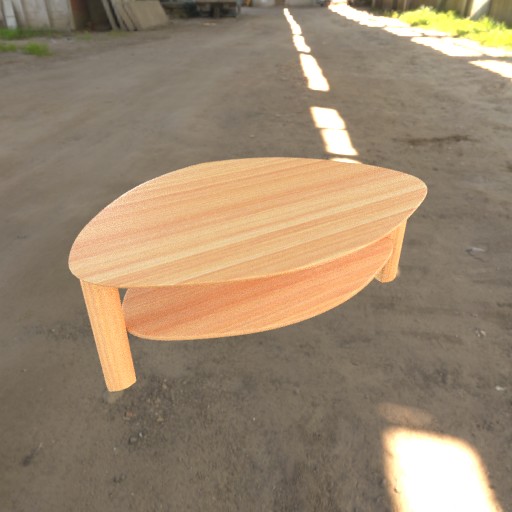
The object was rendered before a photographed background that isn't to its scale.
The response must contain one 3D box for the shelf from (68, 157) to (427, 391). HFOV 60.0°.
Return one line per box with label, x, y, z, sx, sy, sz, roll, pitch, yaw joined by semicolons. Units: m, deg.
shelf;0.000;0.000;1.602;1.246;0.440;0.845;-17;36;-26
